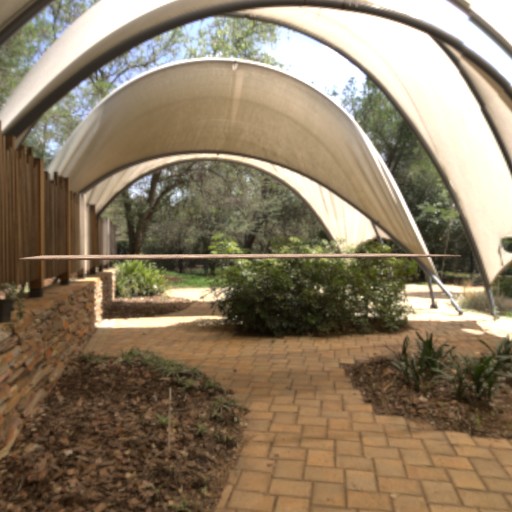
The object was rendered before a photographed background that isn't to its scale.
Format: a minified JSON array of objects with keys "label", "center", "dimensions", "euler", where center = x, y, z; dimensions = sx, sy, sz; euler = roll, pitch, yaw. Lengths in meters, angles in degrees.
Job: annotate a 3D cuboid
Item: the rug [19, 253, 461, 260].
[{"label":"rug","center":[0.000,0.000,2.663],"dimensions":[2.437,0.013,0.685],"euler":[0,1,-18]}]
